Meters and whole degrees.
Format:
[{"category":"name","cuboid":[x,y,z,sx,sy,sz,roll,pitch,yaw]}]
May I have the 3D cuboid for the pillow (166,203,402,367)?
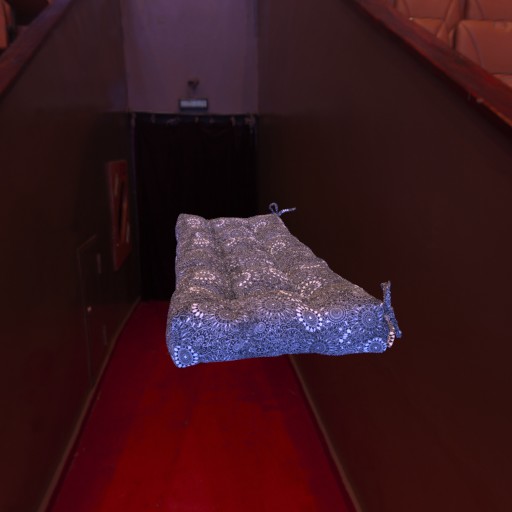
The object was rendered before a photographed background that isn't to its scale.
[{"category":"pillow","cuboid":[0.000,0.000,1.375,0.511,0.174,1.194,-2,15,-9]}]
